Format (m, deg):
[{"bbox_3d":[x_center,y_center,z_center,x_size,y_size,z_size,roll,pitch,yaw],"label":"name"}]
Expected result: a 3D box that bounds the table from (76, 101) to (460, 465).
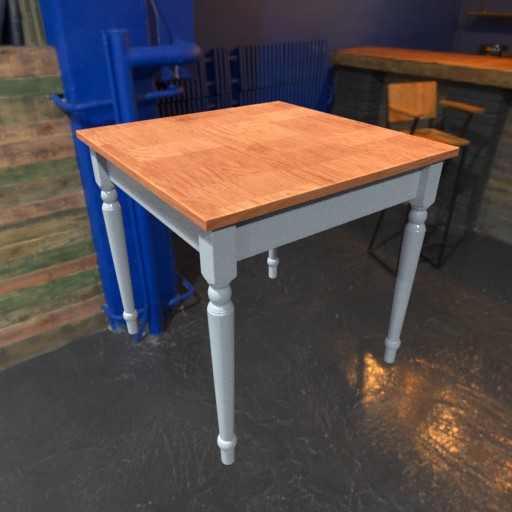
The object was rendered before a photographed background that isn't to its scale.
[{"bbox_3d":[0.000,0.000,1.390,0.747,0.738,0.747,-20,35,-30],"label":"table"}]
